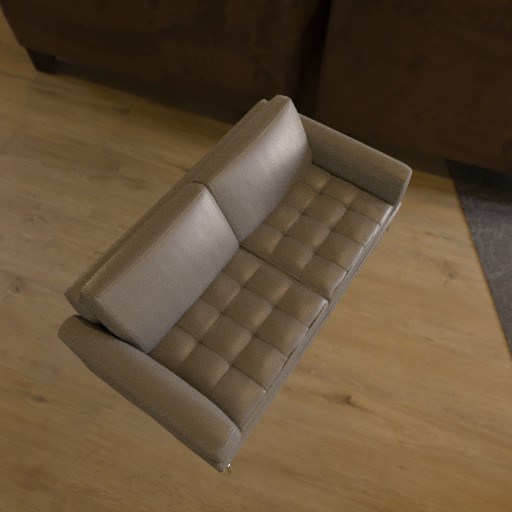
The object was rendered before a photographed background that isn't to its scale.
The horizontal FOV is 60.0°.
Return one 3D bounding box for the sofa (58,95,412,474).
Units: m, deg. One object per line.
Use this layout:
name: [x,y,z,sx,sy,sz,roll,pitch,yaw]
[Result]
sofa: [0.000,0.000,2.729,1.121,0.930,2.177,31,64,17]
